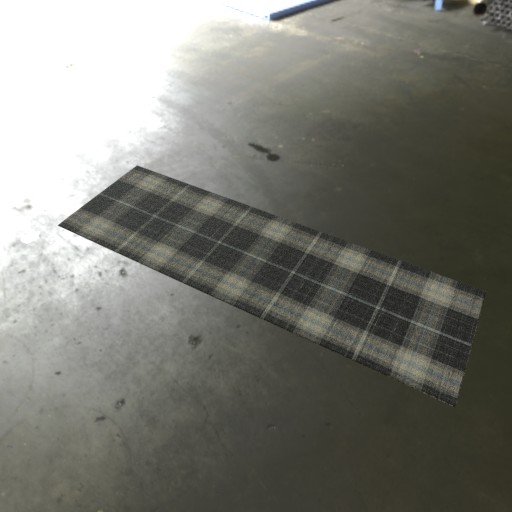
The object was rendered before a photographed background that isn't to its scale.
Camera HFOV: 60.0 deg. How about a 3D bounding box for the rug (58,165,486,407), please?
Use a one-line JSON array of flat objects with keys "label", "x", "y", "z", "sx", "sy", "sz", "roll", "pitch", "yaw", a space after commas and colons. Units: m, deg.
[{"label": "rug", "x": 0.000, "y": 0.000, "z": 2.586, "sx": 2.434, "sy": 0.012, "sz": 0.760, "roll": 22, "pitch": 49, "yaw": 20}]
